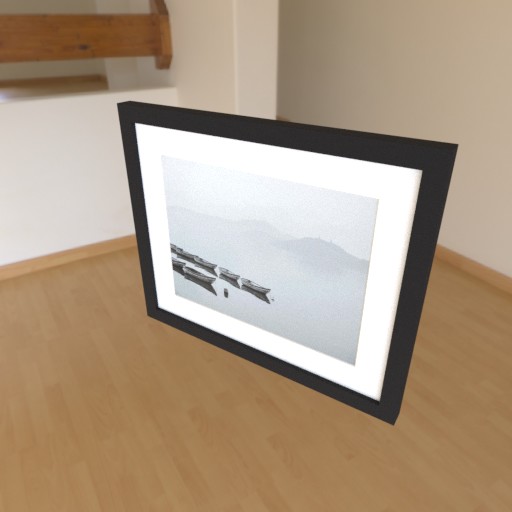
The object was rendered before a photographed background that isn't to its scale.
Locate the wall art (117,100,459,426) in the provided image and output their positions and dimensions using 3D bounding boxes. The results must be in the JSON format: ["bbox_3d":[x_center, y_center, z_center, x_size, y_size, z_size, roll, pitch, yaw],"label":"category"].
[{"bbox_3d":[0.000,0.000,0.757,0.554,0.454,0.030,17,33,28],"label":"wall art"}]
